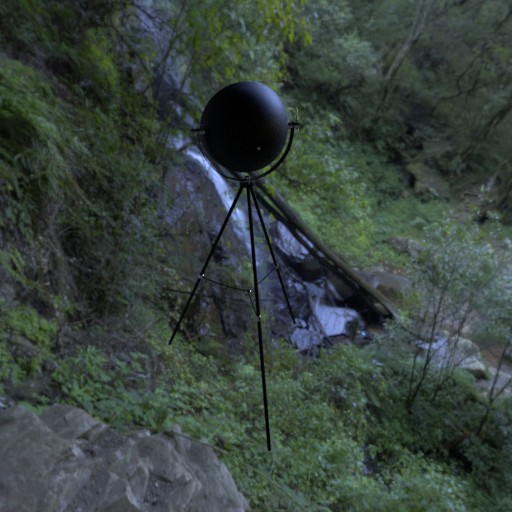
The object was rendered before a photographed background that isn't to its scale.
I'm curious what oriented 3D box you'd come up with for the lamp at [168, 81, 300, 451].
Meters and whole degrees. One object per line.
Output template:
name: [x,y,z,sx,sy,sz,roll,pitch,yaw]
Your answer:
lamp: [0.000,0.000,2.069,0.817,1.512,0.920,-9,28,-16]
